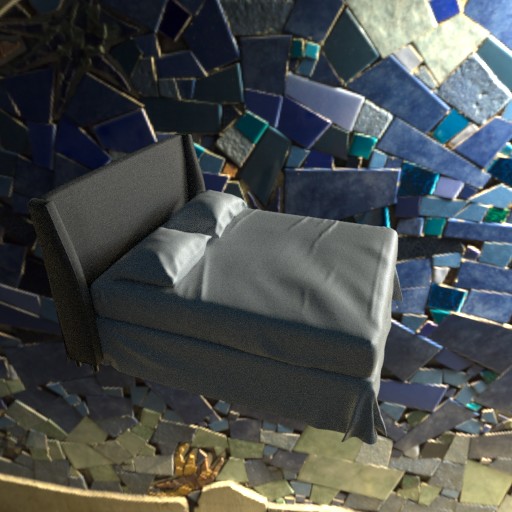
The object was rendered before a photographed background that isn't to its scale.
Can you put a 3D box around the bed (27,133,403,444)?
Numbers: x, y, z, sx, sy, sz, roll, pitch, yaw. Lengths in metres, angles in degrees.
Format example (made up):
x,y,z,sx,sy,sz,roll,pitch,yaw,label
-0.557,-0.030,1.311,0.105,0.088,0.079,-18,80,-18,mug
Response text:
x,y,z,sx,sy,sz,roll,pitch,yaw,label
0.000,0.000,3.411,2.276,1.332,1.925,10,30,17,bed
